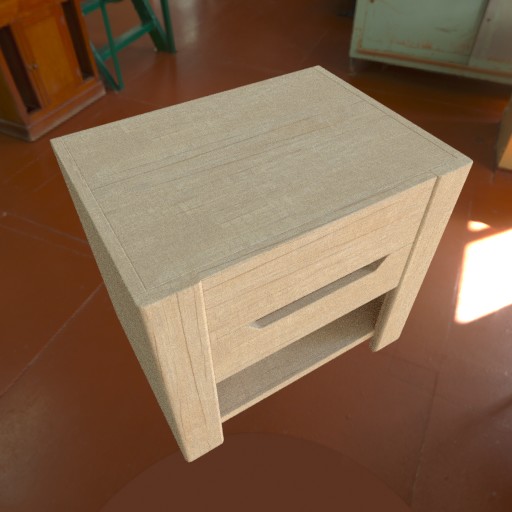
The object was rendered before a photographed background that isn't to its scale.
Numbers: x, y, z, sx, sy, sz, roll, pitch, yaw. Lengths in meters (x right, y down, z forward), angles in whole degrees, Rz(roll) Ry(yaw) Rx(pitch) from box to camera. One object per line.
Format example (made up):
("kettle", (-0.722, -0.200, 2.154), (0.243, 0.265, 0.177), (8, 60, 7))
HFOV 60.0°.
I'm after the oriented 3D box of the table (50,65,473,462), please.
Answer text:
("table", (0.000, 0.000, 0.918), (0.570, 0.510, 0.420), (-24, 51, -21))
